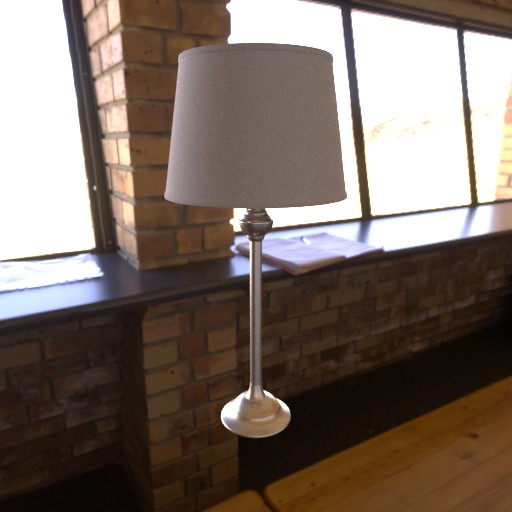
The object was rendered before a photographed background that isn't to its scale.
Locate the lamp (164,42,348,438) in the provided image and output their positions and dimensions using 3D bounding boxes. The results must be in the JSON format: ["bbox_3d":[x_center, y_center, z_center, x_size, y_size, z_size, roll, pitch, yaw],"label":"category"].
[{"bbox_3d":[0.000,0.000,0.846,0.331,0.698,0.331,0,15,0],"label":"lamp"}]
